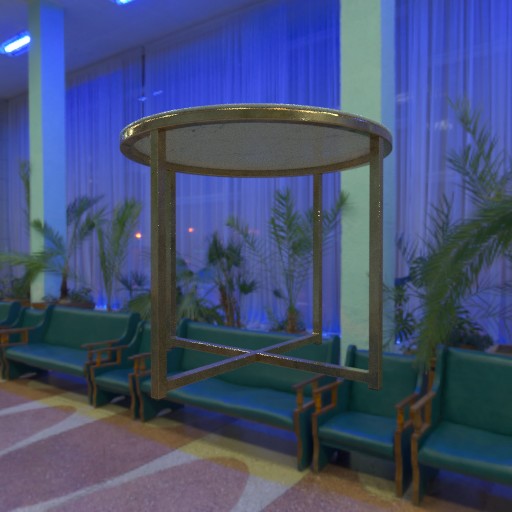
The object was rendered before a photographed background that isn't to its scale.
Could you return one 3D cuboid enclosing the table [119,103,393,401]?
[{"bbox_3d":[0.000,0.000,0.851,0.500,0.420,0.500,0,1,0],"label":"table"}]
